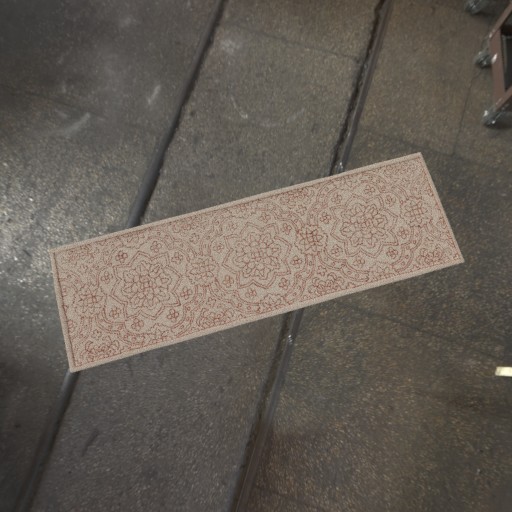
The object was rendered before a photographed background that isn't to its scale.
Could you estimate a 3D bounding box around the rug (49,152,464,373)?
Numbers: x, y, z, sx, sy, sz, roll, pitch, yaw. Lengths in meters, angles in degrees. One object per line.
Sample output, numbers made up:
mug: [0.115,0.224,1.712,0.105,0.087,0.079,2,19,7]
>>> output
rug: [0.000,0.000,2.725,2.448,0.012,0.769,-15,77,-4]
